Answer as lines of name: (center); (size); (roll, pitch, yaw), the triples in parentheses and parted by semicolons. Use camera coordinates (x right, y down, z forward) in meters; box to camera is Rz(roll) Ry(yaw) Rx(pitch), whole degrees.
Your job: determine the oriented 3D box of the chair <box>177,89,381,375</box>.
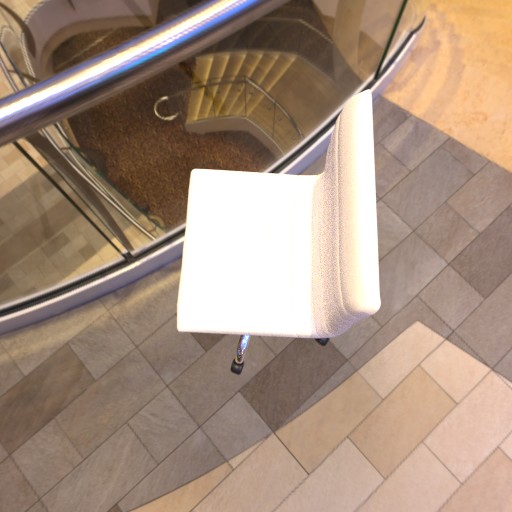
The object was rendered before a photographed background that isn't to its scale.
chair: (0.000, 0.000, 1.037); (0.455, 0.750, 0.520); (2, 73, 1)
